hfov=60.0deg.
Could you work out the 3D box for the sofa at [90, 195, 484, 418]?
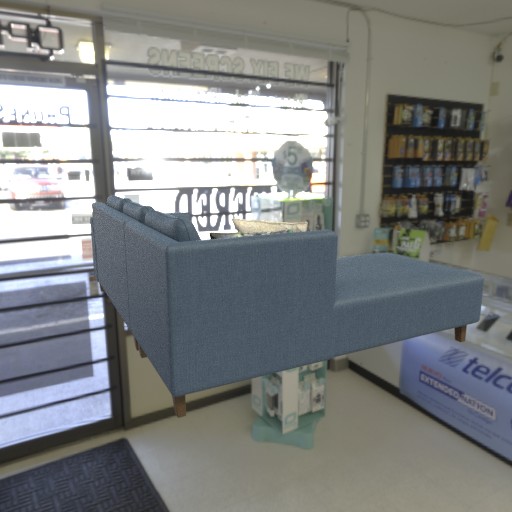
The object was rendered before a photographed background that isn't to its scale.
[{"bbox_3d":[0.000,0.000,2.992,1.829,0.787,2.120,-6,13,-27],"label":"sofa"}]
